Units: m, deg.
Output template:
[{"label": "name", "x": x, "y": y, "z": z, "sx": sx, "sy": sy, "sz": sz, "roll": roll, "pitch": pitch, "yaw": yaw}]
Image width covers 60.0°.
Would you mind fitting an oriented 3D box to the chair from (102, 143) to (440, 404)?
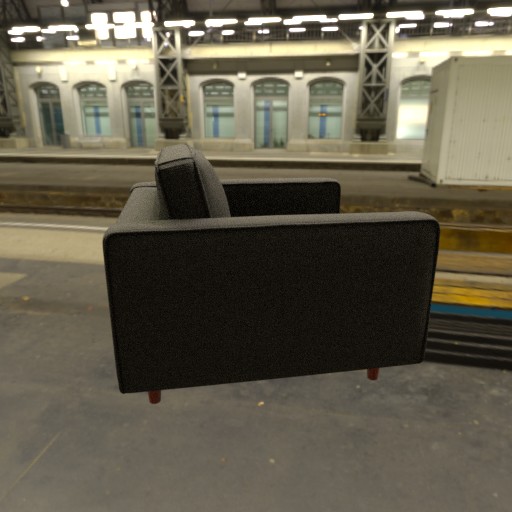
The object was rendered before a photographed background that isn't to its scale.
[{"label": "chair", "x": 0.000, "y": 0.000, "z": 1.605, "sx": 0.919, "sy": 0.770, "sz": 0.899, "roll": -3, "pitch": 18, "yaw": -10}]
